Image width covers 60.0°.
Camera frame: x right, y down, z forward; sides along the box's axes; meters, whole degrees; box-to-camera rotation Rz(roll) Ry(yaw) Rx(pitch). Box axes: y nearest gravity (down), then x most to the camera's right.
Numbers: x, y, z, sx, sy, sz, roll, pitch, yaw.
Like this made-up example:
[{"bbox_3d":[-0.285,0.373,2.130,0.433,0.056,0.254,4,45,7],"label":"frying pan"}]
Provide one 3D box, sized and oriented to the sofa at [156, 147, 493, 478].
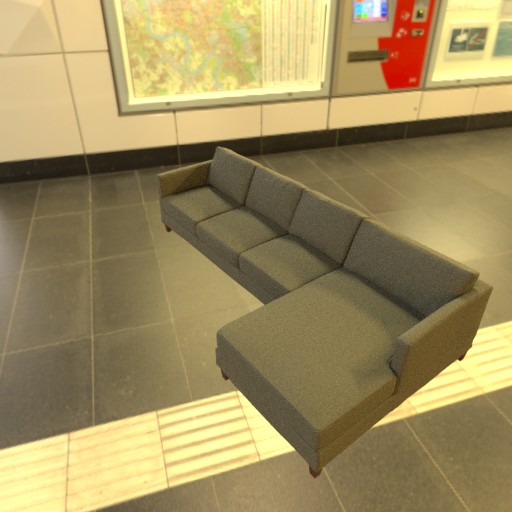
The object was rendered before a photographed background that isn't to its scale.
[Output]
[{"bbox_3d":[0.000,0.000,3.759,1.625,0.861,3.186,-22,39,-31],"label":"sofa"}]
